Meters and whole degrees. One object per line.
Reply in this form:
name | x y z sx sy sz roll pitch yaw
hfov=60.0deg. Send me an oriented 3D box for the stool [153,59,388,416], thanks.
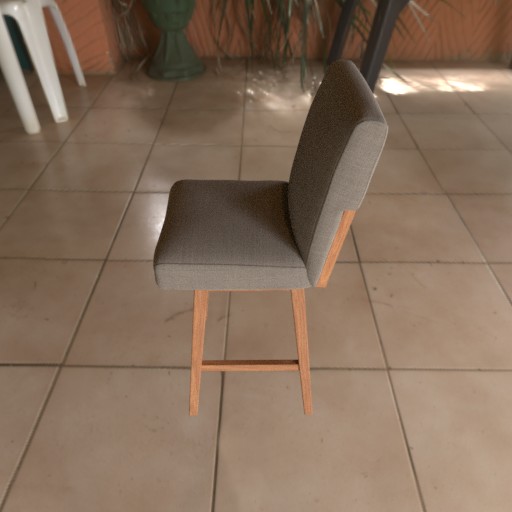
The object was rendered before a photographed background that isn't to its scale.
stool | 0.000 0.000 1.432 0.570 1.112 0.483 0 41 0
